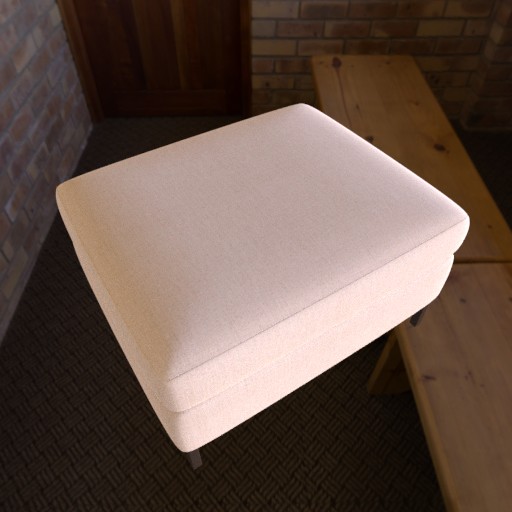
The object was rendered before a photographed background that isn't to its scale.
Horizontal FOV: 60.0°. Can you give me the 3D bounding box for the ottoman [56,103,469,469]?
[{"bbox_3d":[0.000,0.000,1.163,0.794,0.453,0.657,-25,52,-22],"label":"ottoman"}]
